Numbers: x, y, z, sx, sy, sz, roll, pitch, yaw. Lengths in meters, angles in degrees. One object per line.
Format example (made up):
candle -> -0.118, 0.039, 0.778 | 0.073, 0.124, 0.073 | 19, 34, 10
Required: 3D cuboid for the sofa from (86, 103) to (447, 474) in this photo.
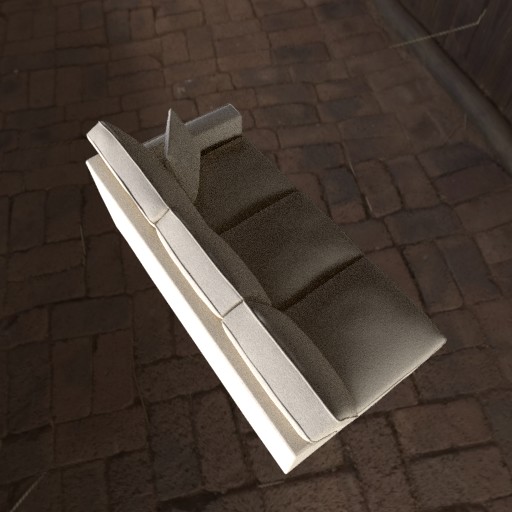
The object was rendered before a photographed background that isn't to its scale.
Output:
sofa -> 0.000, 0.000, 2.491 | 1.034, 0.946, 1.963 | -32, 64, -18
